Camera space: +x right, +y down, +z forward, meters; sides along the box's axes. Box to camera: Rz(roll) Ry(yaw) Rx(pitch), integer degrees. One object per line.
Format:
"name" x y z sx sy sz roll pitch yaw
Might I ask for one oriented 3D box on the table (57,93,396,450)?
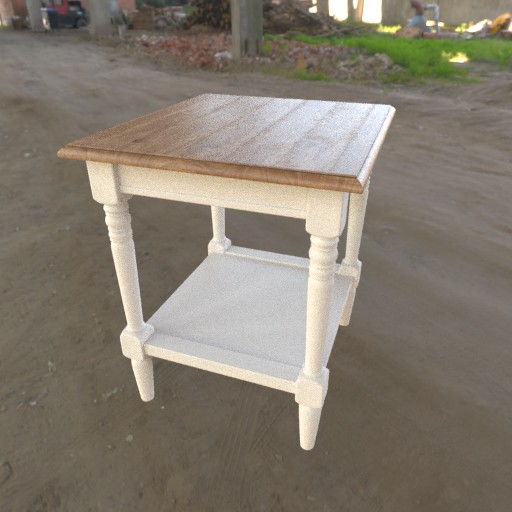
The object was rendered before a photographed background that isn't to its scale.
"table" 0.000 0.000 0.943 0.457 0.561 0.508 10 31 17
